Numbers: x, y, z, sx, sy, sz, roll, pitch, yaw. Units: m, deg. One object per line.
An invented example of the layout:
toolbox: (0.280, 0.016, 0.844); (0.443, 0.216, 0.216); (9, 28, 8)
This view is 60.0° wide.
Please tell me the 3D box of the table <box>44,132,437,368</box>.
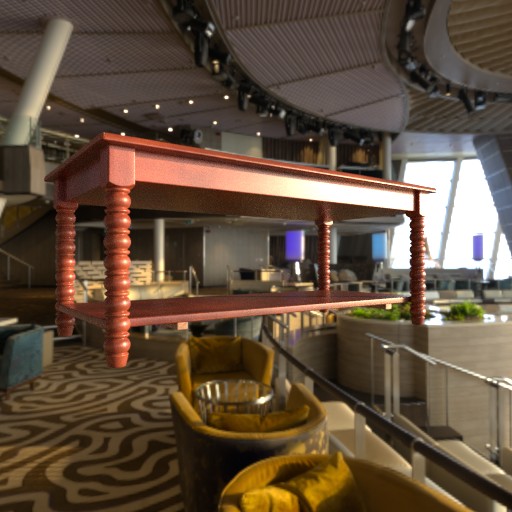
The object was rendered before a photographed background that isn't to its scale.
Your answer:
table: (0.000, 0.000, 1.449); (1.171, 0.485, 0.580); (0, -1, -36)
